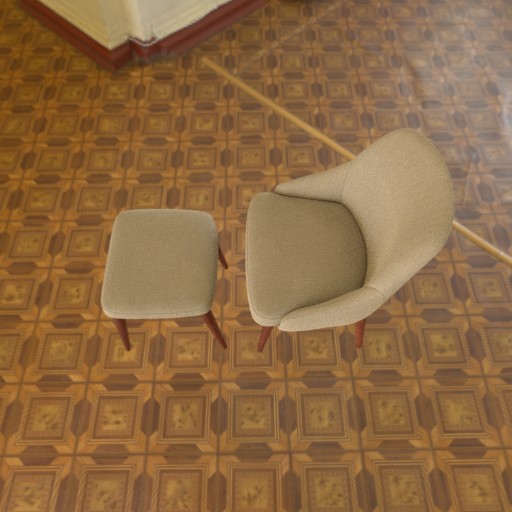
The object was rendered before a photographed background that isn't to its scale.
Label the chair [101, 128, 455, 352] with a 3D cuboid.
[{"bbox_3d":[0.000,0.000,1.627,1.114,0.866,0.584,-1,59,-1],"label":"chair"}]
